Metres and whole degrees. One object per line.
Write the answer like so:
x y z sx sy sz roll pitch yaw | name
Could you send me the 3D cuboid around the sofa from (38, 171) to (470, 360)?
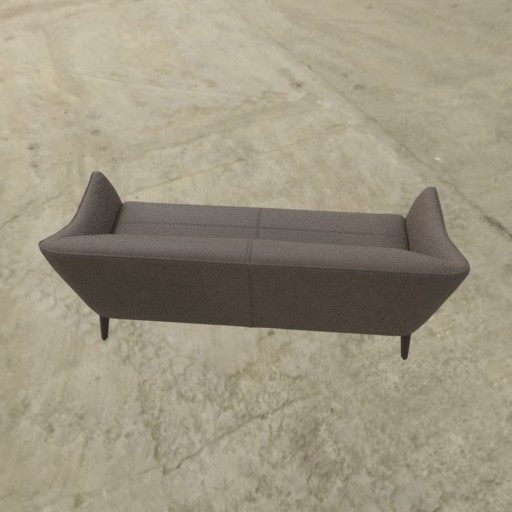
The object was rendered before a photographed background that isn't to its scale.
0.000 0.000 2.343 1.928 0.831 0.869 3 47 3 | sofa
